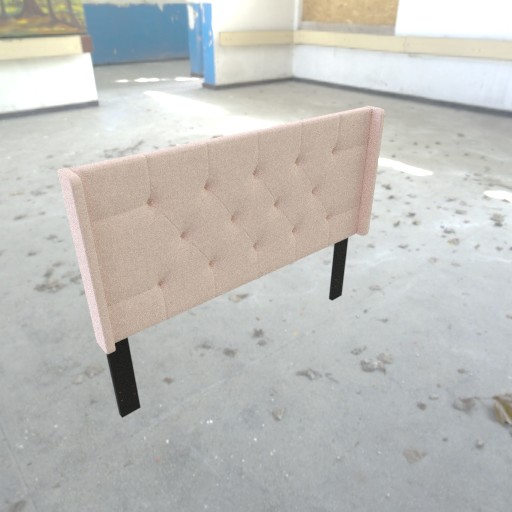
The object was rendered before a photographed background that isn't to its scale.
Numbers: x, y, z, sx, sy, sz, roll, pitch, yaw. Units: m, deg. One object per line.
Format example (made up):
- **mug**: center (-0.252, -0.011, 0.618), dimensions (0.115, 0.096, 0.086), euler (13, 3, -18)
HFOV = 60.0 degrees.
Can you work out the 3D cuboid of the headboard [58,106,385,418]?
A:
- **headboard**: center (0.000, 0.000, 2.738), dimensions (2.051, 1.524, 0.184), euler (-23, 37, -34)
